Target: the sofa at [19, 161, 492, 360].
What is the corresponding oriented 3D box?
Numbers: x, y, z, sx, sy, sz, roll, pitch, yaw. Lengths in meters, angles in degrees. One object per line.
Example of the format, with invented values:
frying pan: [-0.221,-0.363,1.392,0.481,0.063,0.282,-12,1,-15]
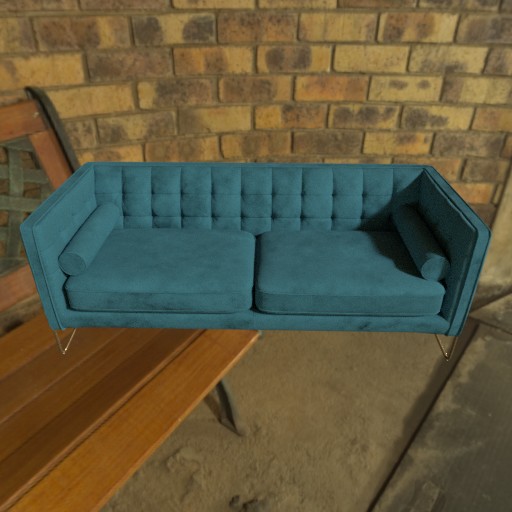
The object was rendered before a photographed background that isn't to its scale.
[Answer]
sofa: [0.000,0.000,2.461,2.087,0.789,0.867,1,31,1]
